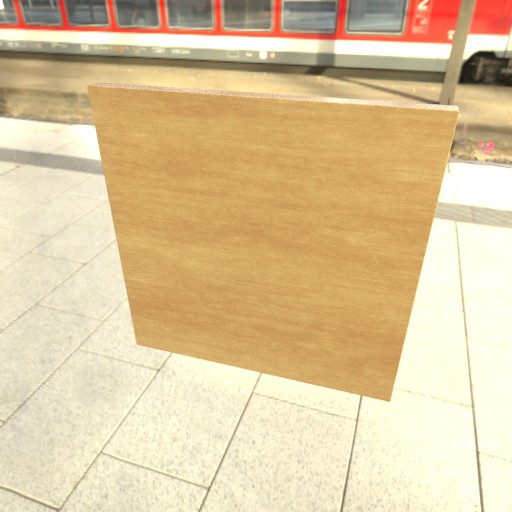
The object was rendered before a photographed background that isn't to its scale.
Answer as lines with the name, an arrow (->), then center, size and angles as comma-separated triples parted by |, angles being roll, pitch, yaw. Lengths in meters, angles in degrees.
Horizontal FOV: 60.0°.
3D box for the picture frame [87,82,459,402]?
picture frame -> 0.000, 0.000, 1.088 | 0.758, 0.761, 0.037 | 9, 33, 14
